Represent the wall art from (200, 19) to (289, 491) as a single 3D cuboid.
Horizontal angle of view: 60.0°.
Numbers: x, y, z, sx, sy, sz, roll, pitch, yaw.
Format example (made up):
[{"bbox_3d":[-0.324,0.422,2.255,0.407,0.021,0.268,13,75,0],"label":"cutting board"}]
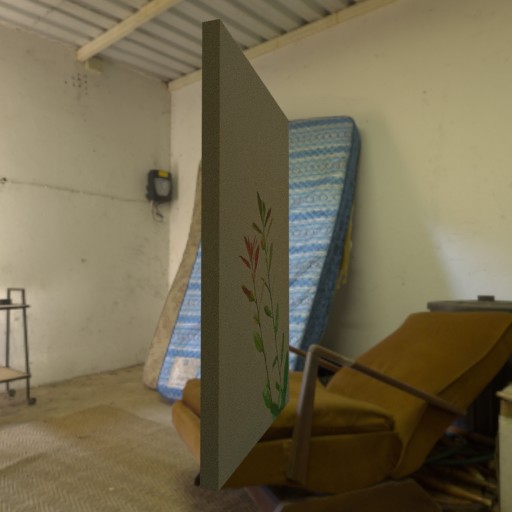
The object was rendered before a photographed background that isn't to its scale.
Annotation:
[{"bbox_3d":[0.000,0.000,1.155,0.039,0.915,0.612,-1,-2,17],"label":"wall art"}]
